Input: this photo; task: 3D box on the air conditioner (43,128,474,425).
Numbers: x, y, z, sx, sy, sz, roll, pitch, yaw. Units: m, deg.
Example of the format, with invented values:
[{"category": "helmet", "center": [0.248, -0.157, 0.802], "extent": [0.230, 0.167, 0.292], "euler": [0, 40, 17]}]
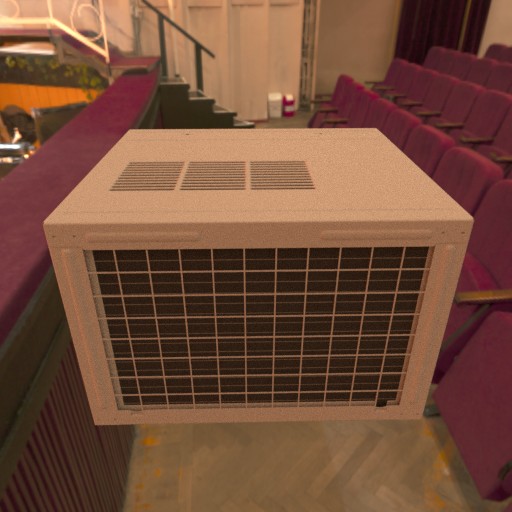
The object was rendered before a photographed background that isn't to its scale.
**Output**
[{"category": "air conditioner", "center": [0.000, 0.000, 1.026], "extent": [0.645, 0.455, 0.599], "euler": [-1, 29, -1]}]
